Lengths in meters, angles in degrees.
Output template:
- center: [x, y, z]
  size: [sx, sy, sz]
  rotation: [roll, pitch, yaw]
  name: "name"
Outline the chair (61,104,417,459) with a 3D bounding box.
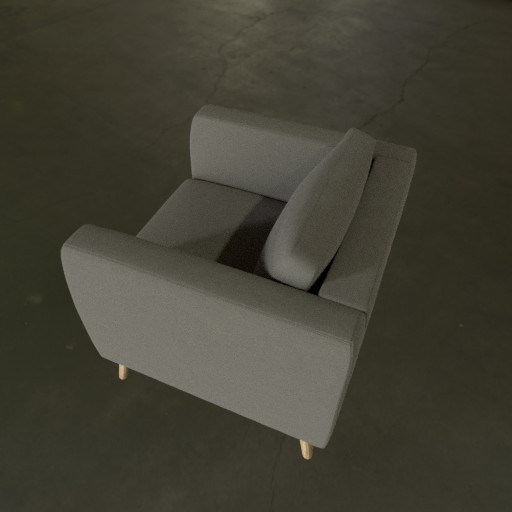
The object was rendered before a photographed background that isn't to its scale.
- center: [0.000, 0.000, 1.690]
  size: [0.930, 0.860, 1.000]
  rotation: [17, 49, 16]
  name: "chair"
